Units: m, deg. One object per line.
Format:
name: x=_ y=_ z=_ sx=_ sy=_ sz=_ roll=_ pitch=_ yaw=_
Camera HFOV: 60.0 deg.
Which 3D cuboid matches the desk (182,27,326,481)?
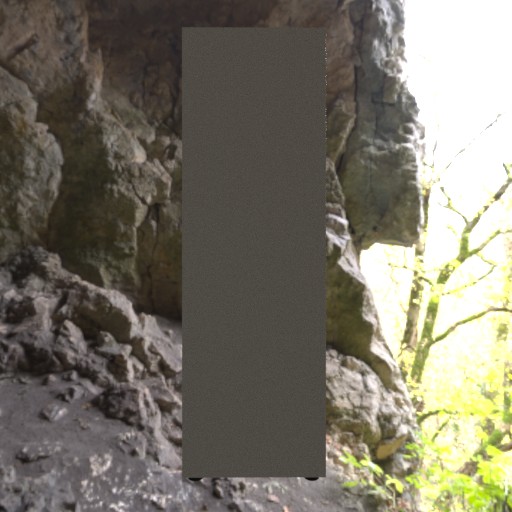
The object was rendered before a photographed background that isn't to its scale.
desk: x=0.000 y=0.000 z=1.579 sx=0.390 sy=1.190 sz=0.850 roll=0 pitch=0 yaw=0
